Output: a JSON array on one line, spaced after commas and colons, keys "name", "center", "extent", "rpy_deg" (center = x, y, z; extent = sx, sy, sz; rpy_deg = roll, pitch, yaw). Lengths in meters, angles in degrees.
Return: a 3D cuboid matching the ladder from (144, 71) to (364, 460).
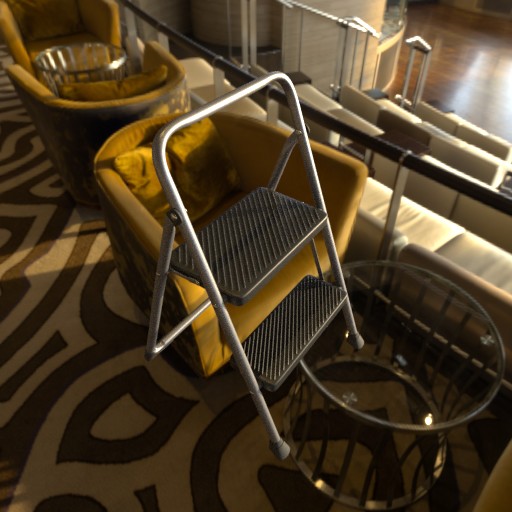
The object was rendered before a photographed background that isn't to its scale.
[{"name": "ladder", "center": [0.000, 0.000, 1.019], "extent": [0.472, 0.720, 0.430], "rpy_deg": [26, 48, 26]}]
